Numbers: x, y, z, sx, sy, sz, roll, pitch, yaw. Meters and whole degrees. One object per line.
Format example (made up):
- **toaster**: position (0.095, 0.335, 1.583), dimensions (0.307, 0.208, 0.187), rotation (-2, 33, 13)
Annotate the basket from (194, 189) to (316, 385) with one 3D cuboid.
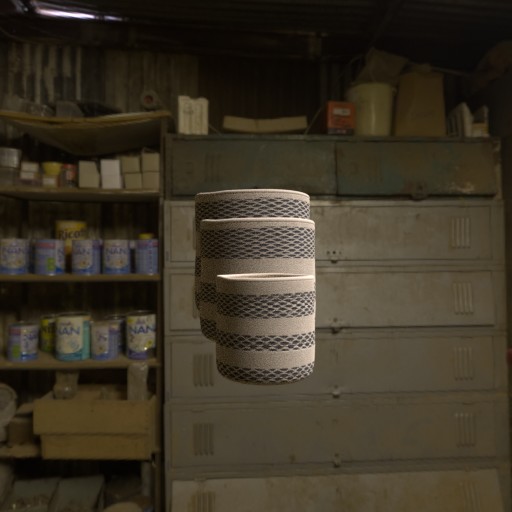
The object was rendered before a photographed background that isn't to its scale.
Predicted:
- **basket**: position (0.000, 0.000, 1.068), dimensions (0.351, 0.356, 0.917), rotation (0, 1, -2)
